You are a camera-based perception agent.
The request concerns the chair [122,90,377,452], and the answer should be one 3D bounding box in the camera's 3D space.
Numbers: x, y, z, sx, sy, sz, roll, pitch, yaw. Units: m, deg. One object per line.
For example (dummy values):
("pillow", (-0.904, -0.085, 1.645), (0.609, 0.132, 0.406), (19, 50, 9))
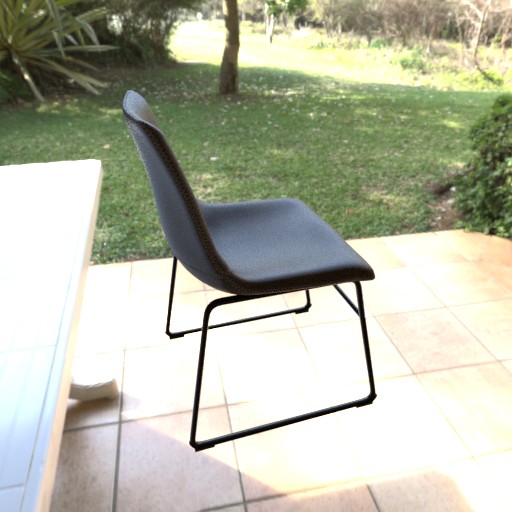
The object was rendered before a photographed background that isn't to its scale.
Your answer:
("chair", (0.000, 0.000, 1.134), (0.550, 0.780, 0.460), (-9, 31, -15))
